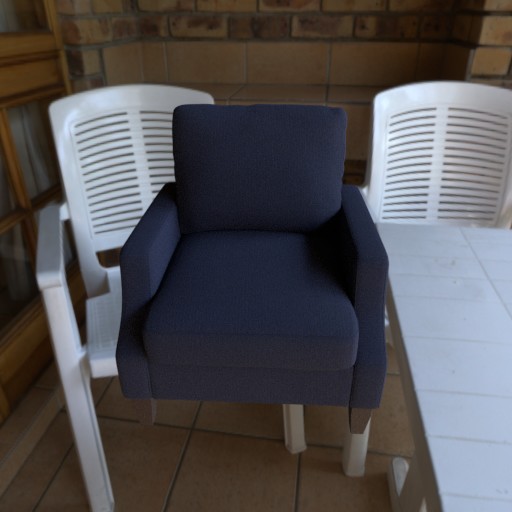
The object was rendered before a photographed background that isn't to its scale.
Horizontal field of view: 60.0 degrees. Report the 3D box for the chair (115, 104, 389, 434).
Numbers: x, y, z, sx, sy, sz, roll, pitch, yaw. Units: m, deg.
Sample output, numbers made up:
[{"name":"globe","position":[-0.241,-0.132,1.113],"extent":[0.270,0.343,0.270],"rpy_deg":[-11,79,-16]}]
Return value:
[{"name":"chair","position":[0.000,0.000,1.650],"extent":[0.855,0.991,0.897],"rpy_deg":[1,29,2]}]
